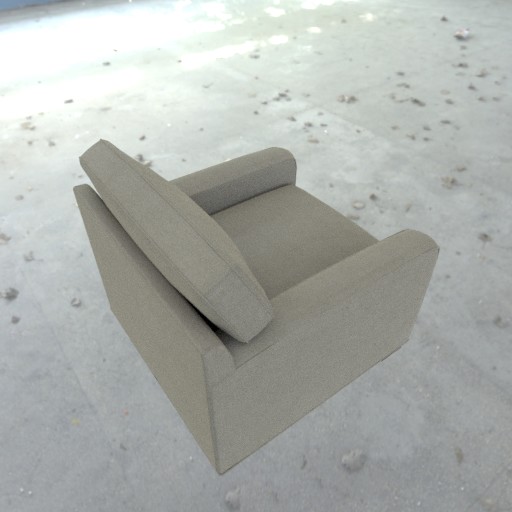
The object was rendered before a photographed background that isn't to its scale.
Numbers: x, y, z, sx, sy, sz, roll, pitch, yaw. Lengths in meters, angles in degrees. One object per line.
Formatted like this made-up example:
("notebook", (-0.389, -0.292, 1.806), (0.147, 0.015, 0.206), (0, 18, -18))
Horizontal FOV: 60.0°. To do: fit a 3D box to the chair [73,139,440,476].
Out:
("chair", (0.000, 0.000, 1.819), (1.044, 0.934, 0.999), (-26, 47, -26))
